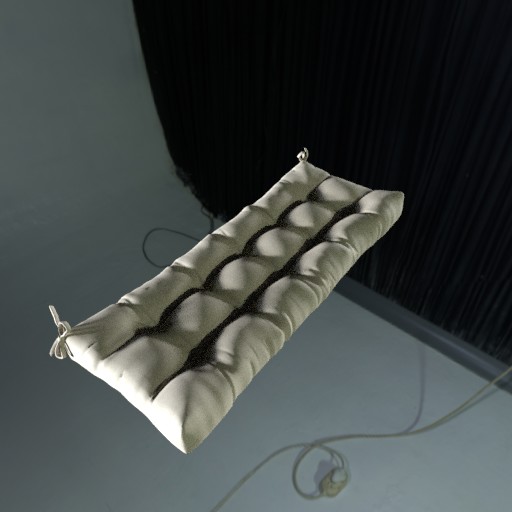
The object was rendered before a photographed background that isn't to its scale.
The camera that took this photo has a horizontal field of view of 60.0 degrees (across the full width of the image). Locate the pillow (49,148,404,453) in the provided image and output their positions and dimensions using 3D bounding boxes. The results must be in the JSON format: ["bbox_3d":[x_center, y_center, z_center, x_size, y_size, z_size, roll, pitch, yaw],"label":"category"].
[{"bbox_3d":[0.000,0.000,1.367,0.511,0.174,1.194,26,47,27],"label":"pillow"}]
